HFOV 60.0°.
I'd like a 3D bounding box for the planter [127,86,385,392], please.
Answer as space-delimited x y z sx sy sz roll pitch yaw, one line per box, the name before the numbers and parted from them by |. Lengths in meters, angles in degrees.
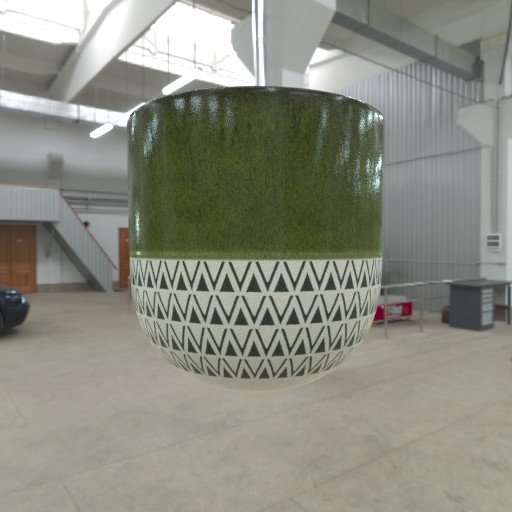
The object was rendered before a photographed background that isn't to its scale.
planter | 0.000 0.000 0.478 0.266 0.270 0.266 0 1 0
